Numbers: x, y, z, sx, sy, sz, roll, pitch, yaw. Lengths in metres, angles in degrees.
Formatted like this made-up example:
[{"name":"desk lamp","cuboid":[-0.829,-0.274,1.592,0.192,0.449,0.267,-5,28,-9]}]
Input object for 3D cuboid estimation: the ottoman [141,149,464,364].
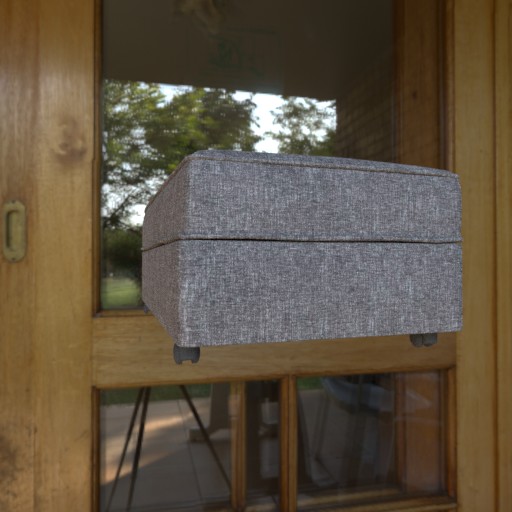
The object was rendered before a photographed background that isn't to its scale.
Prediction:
[{"name":"ottoman","cuboid":[0.000,0.000,1.526,0.717,0.487,1.184,0,-1,-18]}]
